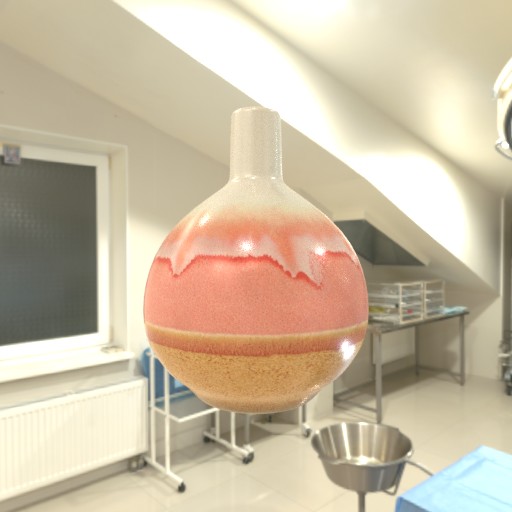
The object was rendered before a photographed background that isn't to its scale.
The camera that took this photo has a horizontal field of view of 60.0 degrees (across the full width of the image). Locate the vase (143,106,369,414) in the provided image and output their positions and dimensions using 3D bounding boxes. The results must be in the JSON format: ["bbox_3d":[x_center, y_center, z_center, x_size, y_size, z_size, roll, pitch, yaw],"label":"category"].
[{"bbox_3d":[0.000,0.000,0.276,0.137,0.176,0.137,0,1,0],"label":"vase"}]
